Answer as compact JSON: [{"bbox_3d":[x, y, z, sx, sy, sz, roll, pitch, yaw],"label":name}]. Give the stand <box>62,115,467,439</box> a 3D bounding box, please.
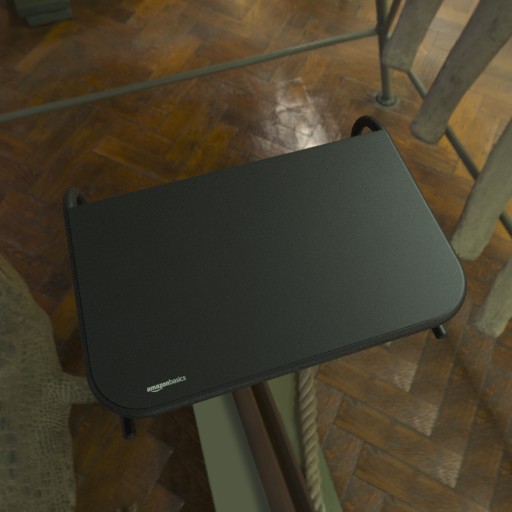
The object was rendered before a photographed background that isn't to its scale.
[{"bbox_3d":[0.000,0.000,0.493,0.370,0.108,0.280,-16,66,-7],"label":"stand"}]
